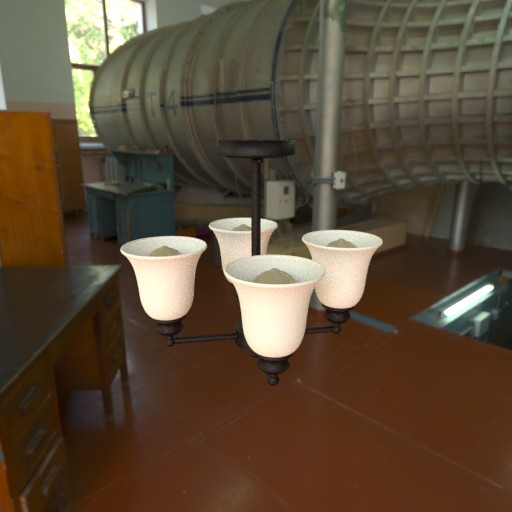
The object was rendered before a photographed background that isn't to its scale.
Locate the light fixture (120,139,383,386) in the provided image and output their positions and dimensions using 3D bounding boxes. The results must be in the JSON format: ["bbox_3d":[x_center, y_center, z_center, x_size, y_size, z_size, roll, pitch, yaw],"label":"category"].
[{"bbox_3d":[0.000,0.000,1.827,1.069,0.925,1.069,-3,16,-9],"label":"light fixture"}]
